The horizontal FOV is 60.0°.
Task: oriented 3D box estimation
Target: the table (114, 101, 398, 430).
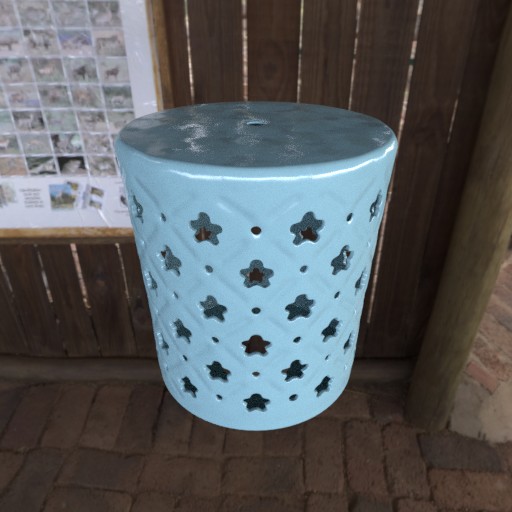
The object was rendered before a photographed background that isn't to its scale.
[{"bbox_3d":[0.000,0.000,0.658,0.352,0.387,0.352,0,29,0],"label":"table"}]
